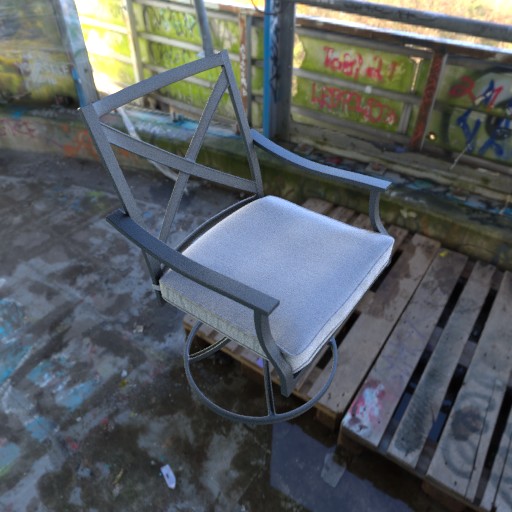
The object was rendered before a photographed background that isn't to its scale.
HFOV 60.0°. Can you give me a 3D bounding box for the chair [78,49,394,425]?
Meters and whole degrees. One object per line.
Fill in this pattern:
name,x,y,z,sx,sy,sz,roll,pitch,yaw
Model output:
chair,0.000,0.000,1.252,0.620,0.889,0.575,26,48,26
